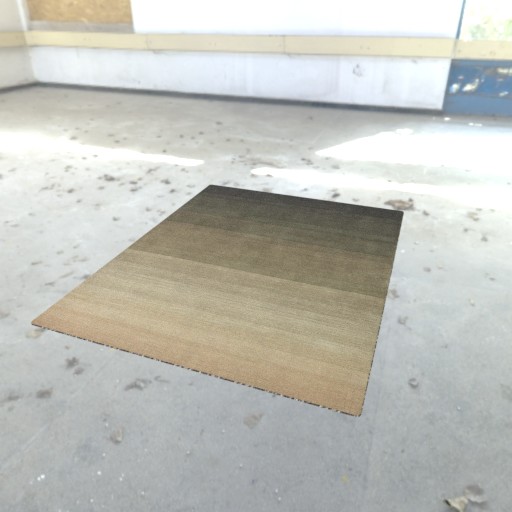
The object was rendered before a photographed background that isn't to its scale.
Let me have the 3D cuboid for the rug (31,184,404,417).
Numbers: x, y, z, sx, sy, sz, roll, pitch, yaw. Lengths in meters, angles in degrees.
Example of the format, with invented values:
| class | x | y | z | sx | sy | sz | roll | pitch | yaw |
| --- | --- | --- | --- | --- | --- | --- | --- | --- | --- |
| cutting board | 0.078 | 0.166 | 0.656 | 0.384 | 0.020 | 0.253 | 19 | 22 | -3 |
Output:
| class | x | y | z | sx | sy | sz | roll | pitch | yaw |
| --- | --- | --- | --- | --- | --- | --- | --- | --- | --- |
| rug | 0.000 | 0.000 | 3.923 | 2.305 | 0.017 | 2.902 | 11 | 32 | 18 |
